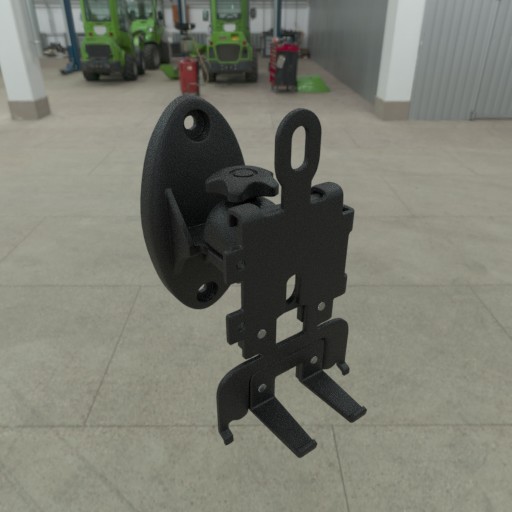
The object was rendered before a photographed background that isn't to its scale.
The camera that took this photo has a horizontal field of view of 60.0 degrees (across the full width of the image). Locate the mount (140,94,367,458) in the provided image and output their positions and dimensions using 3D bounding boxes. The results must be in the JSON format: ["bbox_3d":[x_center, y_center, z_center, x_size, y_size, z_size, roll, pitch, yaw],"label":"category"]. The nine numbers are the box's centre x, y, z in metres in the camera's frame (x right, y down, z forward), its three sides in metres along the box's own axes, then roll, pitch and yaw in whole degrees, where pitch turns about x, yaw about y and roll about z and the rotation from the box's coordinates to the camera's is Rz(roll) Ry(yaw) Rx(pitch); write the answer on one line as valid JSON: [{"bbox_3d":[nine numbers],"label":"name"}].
[{"bbox_3d":[0.000,0.000,0.174,0.066,0.118,0.100,-19,34,-31],"label":"mount"}]
